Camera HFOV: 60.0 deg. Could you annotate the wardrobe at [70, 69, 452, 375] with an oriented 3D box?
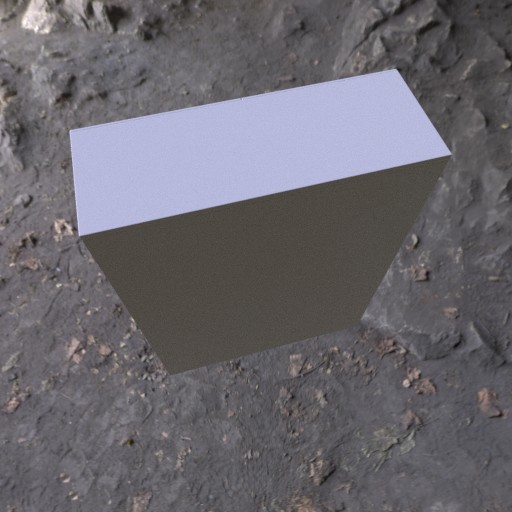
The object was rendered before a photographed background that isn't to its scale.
[{"bbox_3d":[0.000,0.000,1.636,0.900,1.200,0.360,-13,61,-7],"label":"wardrobe"}]
